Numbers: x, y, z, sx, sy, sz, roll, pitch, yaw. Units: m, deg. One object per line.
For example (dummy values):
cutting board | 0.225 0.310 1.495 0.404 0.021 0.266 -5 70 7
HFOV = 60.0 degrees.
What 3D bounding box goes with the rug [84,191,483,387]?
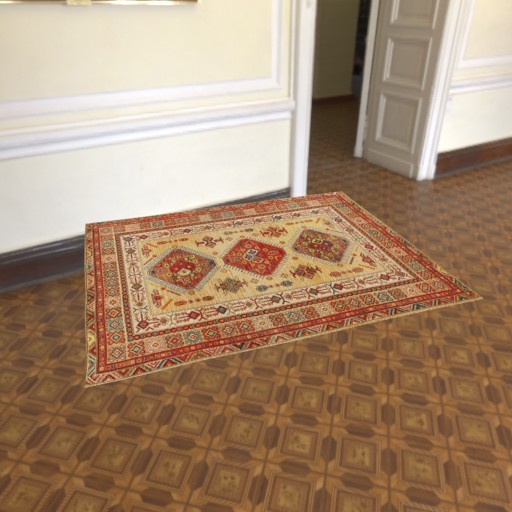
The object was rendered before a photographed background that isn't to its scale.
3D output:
rug | 0.000 0.000 4.171 3.067 0.005 2.460 -9 31 -16
